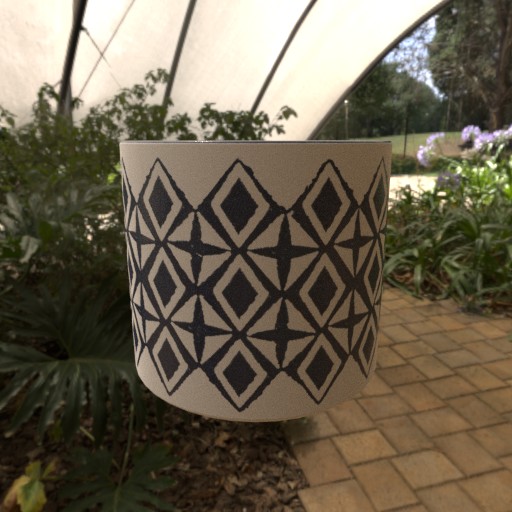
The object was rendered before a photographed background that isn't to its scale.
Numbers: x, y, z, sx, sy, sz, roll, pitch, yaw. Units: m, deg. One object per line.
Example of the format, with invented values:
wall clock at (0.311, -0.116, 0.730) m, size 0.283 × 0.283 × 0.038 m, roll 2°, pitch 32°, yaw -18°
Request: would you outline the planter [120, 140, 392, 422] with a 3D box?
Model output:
planter at (0.000, 0.000, 0.403) m, size 0.224 × 0.203 × 0.224 m, roll 0°, pitch 15°, yaw 0°
